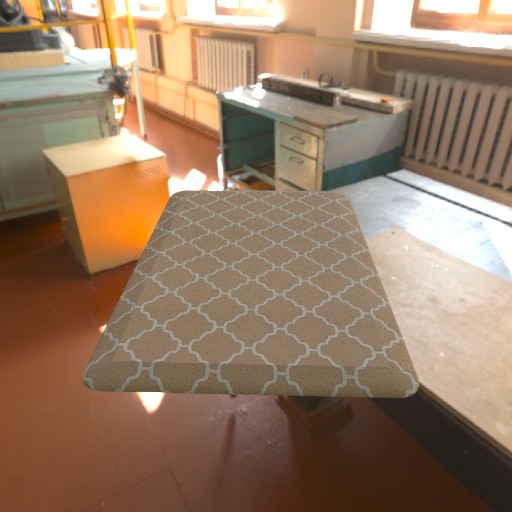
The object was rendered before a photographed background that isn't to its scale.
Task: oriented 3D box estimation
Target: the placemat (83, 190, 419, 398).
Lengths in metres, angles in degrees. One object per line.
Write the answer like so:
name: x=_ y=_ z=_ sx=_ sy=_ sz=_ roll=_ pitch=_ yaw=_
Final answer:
placemat: x=0.000 y=0.000 z=0.964 sx=0.508 sy=0.021 sz=0.762 roll=1 pitch=31 yaw=1
